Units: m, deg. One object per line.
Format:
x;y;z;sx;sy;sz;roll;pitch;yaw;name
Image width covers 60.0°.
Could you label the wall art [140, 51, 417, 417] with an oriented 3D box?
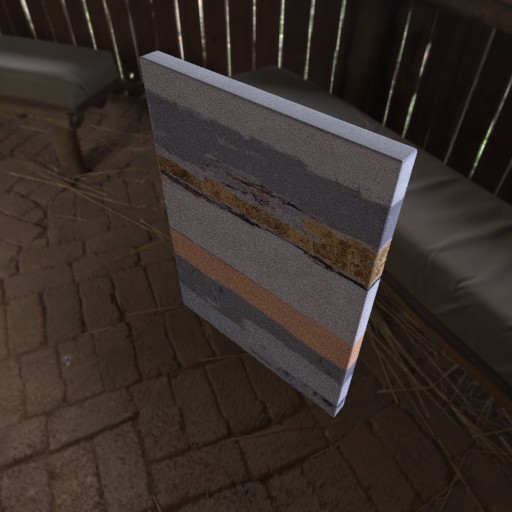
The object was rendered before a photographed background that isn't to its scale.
0.000;0.000;0.812;0.456;0.609;0.038;32;53;28;wall art
